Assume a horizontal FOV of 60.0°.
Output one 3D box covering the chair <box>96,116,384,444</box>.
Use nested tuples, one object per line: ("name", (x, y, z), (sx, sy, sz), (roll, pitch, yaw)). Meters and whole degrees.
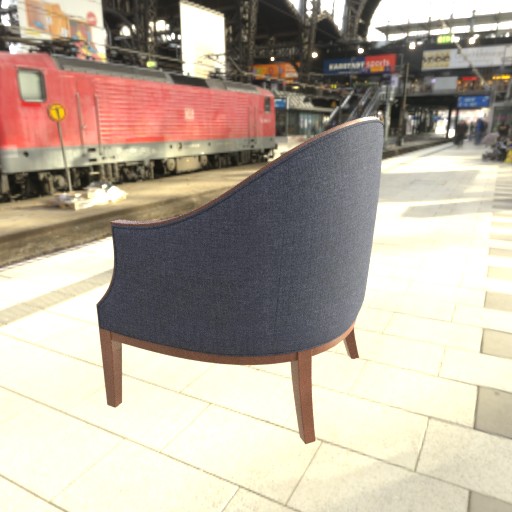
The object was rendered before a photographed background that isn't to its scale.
("chair", (0.000, 0.000, 1.469), (0.735, 0.876, 0.803), (8, 18, 25))
